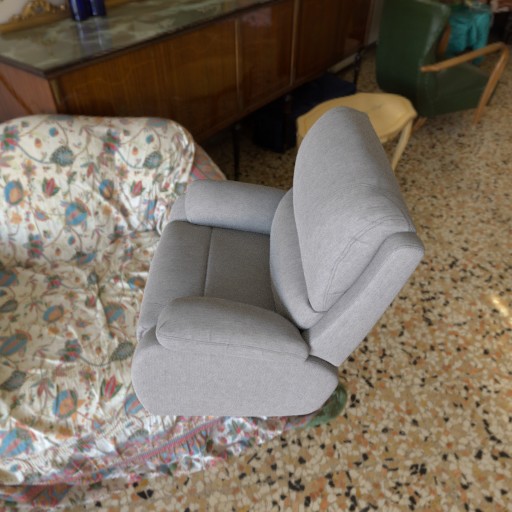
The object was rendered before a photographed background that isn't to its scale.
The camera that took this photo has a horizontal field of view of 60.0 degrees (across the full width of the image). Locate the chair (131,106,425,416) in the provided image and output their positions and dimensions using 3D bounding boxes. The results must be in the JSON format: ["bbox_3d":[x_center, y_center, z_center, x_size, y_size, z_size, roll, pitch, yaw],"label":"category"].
[{"bbox_3d":[0.000,0.000,1.738,0.899,1.011,0.930,0,41,0],"label":"chair"}]
